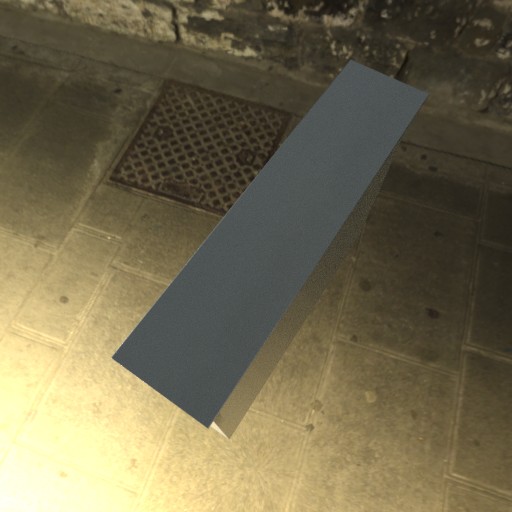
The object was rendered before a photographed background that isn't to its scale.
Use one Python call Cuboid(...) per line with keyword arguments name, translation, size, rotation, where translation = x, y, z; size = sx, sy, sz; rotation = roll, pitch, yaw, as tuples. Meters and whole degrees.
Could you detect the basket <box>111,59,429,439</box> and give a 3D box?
Cuboid(name="basket", translation=(0.000, 0.000, 1.093), size=(0.350, 0.600, 0.780), rotation=(31, 68, 14))
